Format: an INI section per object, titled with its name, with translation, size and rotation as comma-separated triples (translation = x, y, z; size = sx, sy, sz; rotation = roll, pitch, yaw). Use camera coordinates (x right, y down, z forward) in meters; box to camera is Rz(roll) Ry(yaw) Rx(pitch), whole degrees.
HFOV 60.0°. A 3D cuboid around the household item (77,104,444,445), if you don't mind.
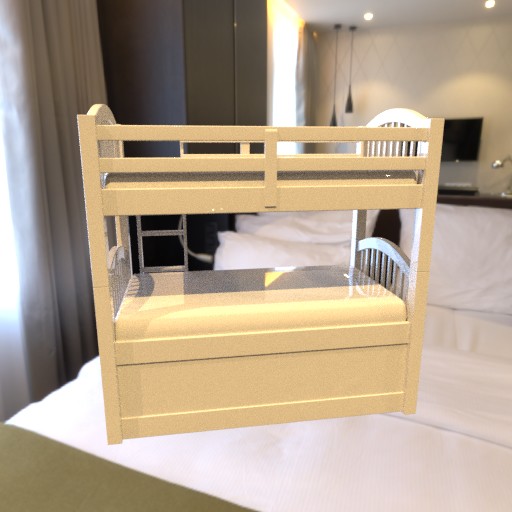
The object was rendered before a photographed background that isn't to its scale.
[household item]
translation = 0.000, 0.000, 3.180
size = 2.032, 2.032, 1.143
rotation = -2, 14, -9
